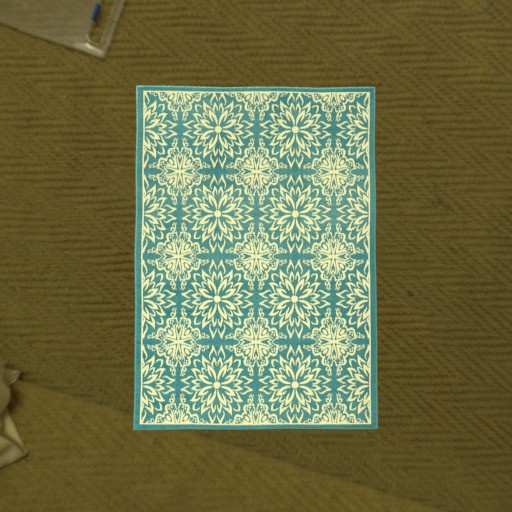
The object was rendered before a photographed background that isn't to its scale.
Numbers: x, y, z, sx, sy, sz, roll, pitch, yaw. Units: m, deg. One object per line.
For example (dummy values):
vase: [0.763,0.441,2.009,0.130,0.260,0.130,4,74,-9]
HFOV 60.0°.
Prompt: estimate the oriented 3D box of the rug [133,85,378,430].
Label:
rug: [0.000,0.000,2.845,1.554,0.012,2.205,0,88,-1]
